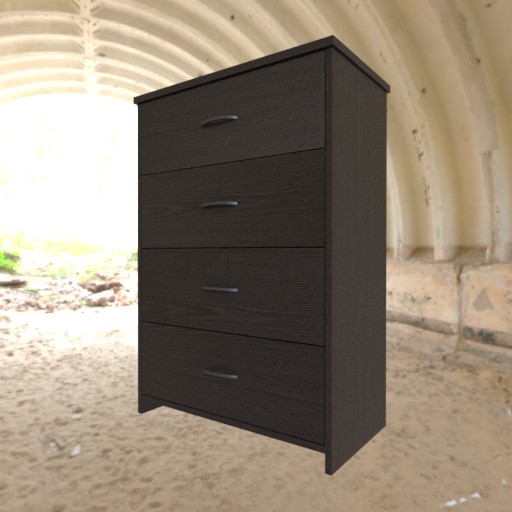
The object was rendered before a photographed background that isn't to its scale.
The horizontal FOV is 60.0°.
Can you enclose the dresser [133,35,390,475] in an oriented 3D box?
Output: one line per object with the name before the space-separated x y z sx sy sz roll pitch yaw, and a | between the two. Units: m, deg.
dresser | 0.000 0.000 1.375 0.704 1.020 0.399 0 1 36
